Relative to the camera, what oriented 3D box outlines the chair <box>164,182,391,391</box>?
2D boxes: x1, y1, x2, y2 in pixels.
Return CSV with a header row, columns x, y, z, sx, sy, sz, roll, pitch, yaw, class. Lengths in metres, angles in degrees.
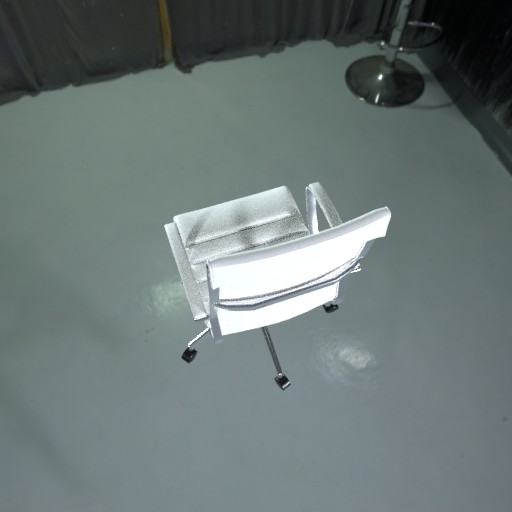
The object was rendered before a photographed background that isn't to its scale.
x,y,z,sx,sy,sz,roll,pitch,yaw,class
0.000,0.000,1.620,0.766,1.149,0.739,-17,61,-10,chair
